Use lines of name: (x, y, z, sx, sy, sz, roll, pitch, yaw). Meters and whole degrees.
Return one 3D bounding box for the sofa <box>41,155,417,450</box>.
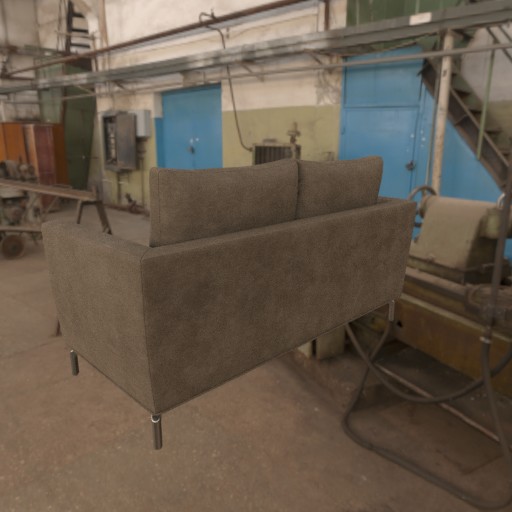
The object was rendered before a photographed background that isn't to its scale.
sofa: (0.000, 0.000, 2.319, 1.832, 1.013, 0.855, -14, 21, -42)
